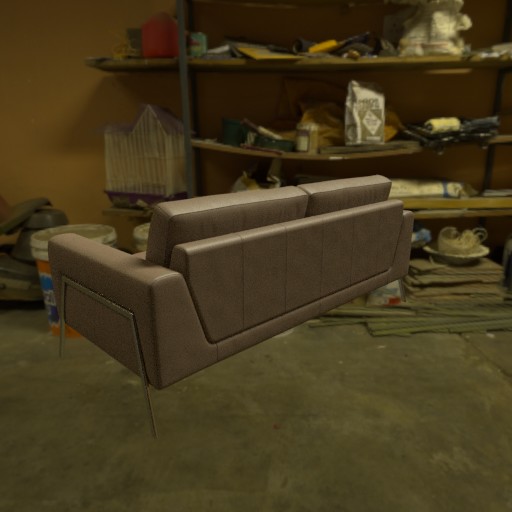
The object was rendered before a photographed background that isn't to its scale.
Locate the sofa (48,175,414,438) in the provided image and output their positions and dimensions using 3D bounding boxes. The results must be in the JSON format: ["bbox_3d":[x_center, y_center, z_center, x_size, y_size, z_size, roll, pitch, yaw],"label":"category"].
[{"bbox_3d":[0.000,0.000,2.588,2.017,0.875,0.953,-15,22,-43],"label":"sofa"}]
